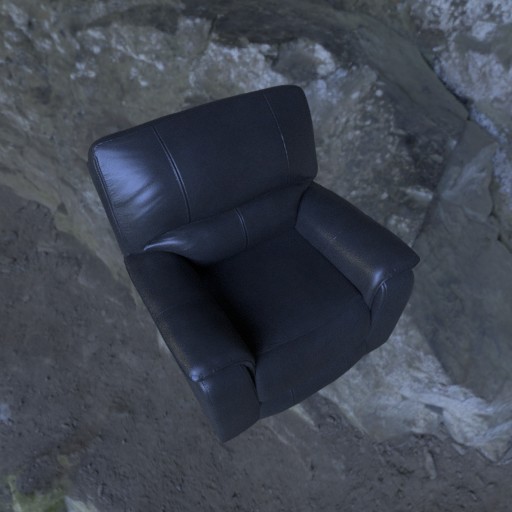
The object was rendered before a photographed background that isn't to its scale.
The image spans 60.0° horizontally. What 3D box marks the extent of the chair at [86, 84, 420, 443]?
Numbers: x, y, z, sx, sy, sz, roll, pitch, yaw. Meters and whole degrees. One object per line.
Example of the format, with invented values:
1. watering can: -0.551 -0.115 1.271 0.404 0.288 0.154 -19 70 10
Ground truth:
1. chair: 0.000 0.000 2.012 1.096 1.109 1.087 -25 52 -21
